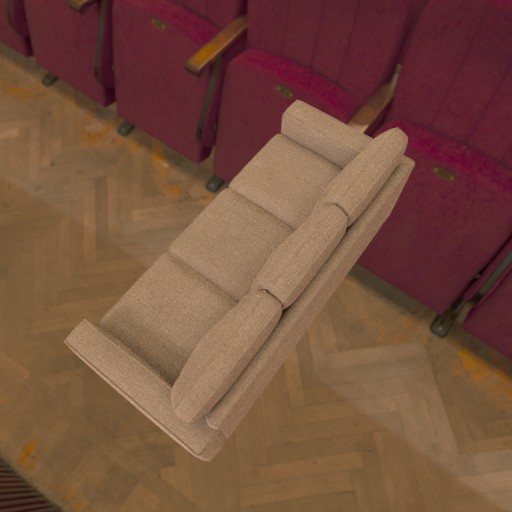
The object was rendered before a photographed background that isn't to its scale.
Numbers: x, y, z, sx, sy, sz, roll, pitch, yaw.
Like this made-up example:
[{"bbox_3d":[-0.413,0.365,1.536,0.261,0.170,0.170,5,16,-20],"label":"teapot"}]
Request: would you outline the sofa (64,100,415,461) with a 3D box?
[{"bbox_3d":[0.000,0.000,2.670,0.939,0.965,2.133,34,68,16],"label":"sofa"}]
